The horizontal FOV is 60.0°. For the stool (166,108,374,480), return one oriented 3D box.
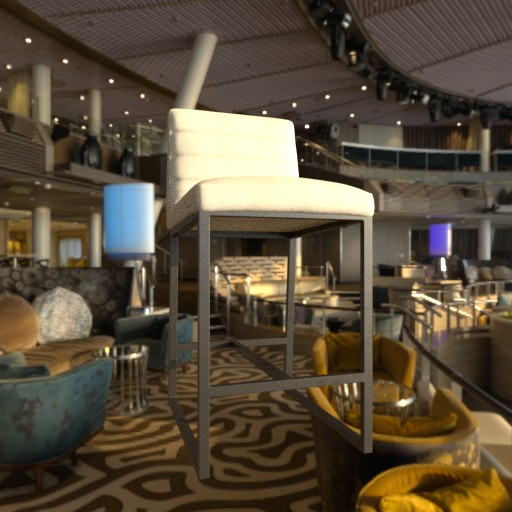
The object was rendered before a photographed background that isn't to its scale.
[{"bbox_3d":[0.000,0.000,1.276,0.459,0.971,0.567,0,0,-18],"label":"stool"}]
